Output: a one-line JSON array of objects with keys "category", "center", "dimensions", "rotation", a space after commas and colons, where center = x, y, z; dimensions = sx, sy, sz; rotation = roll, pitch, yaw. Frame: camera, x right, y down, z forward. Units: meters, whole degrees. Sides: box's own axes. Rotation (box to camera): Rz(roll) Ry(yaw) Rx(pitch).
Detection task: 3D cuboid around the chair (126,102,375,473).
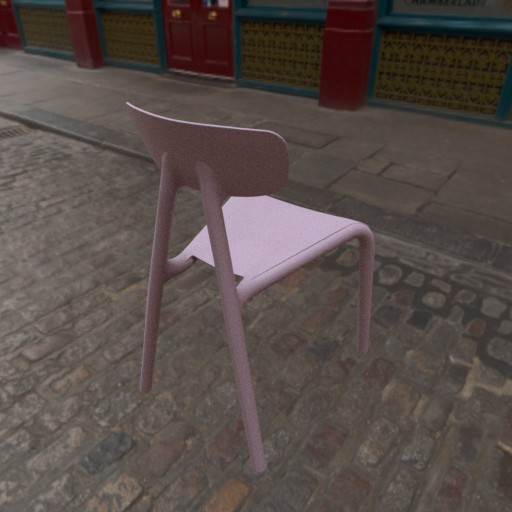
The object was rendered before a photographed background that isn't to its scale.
[{"category": "chair", "center": [0.000, 0.000, 0.834], "dimensions": [0.356, 0.580, 0.401], "rotation": [21, 37, 31]}]
